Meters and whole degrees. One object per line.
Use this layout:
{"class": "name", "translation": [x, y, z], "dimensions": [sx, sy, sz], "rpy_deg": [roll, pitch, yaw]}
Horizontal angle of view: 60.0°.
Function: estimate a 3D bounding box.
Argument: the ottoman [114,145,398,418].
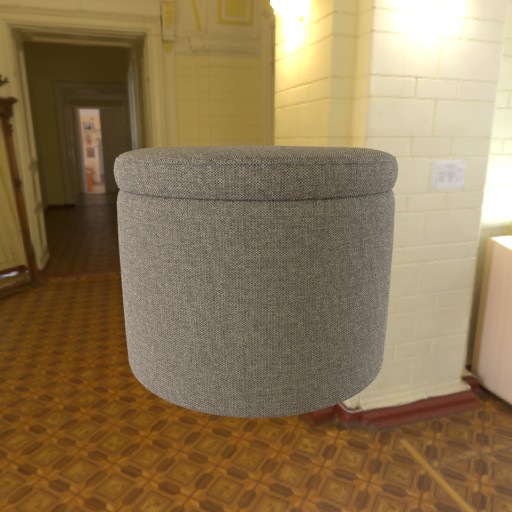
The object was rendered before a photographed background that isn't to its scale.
{"class": "ottoman", "translation": [0.000, 0.000, 0.887], "dimensions": [0.520, 0.430, 0.520], "rpy_deg": [0, 14, 0]}
